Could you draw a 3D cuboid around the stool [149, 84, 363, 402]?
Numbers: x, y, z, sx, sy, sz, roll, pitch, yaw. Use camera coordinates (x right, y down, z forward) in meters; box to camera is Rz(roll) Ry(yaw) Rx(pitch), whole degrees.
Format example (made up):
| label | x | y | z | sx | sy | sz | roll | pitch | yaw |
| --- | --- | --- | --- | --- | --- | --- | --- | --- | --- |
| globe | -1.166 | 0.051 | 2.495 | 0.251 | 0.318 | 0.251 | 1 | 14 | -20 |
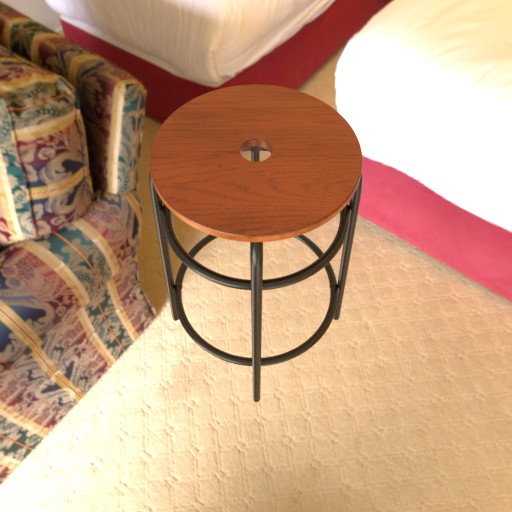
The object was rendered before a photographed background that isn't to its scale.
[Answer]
| label | x | y | z | sx | sy | sz | roll | pitch | yaw |
| --- | --- | --- | --- | --- | --- | --- | --- | --- | --- |
| stool | 0.000 | 0.000 | 0.954 | 0.455 | 0.610 | 0.455 | 0 | 57 | 0 |
